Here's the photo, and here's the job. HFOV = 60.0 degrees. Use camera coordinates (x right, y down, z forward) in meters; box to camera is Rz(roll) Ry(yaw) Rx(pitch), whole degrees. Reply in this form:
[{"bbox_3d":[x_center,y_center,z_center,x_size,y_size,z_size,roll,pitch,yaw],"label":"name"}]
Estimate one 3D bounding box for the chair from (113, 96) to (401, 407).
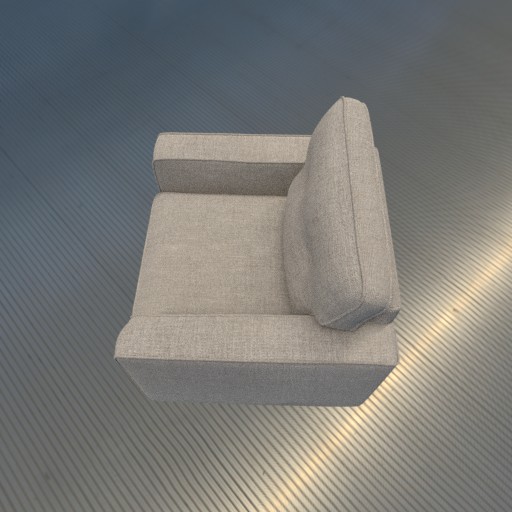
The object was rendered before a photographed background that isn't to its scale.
[{"bbox_3d":[0.000,0.000,1.785,0.939,0.965,1.015,1,59,1],"label":"chair"}]
